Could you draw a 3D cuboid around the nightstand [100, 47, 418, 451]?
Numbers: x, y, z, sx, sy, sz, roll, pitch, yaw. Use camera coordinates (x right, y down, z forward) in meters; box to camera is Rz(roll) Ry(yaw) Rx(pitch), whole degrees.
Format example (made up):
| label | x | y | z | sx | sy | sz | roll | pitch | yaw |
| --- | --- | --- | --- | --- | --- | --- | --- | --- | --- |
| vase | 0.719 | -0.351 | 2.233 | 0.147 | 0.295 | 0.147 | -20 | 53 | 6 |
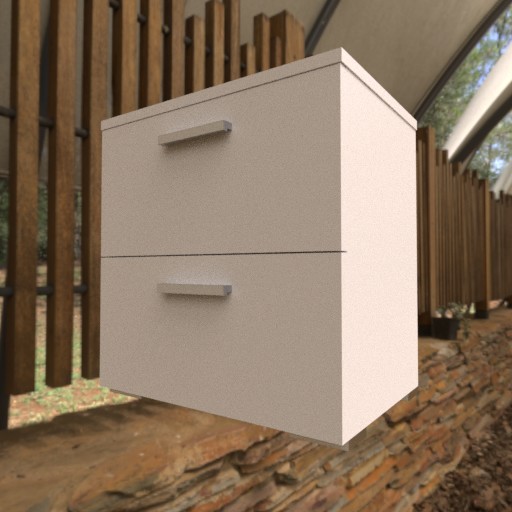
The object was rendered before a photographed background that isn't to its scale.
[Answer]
| label | x | y | z | sx | sy | sz | roll | pitch | yaw |
| --- | --- | --- | --- | --- | --- | --- | --- | --- | --- |
| nightstand | 0.000 | 0.000 | 0.742 | 0.441 | 0.460 | 0.325 | -1 | -2 | 35 |
